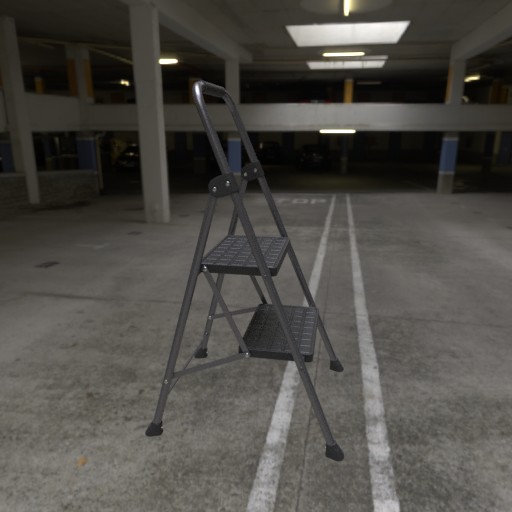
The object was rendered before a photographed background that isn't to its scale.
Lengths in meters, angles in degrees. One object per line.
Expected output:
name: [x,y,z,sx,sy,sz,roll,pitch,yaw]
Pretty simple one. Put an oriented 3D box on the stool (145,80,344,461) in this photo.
stool: [0.000,0.000,1.195,0.514,0.872,0.450,3,17,10]
